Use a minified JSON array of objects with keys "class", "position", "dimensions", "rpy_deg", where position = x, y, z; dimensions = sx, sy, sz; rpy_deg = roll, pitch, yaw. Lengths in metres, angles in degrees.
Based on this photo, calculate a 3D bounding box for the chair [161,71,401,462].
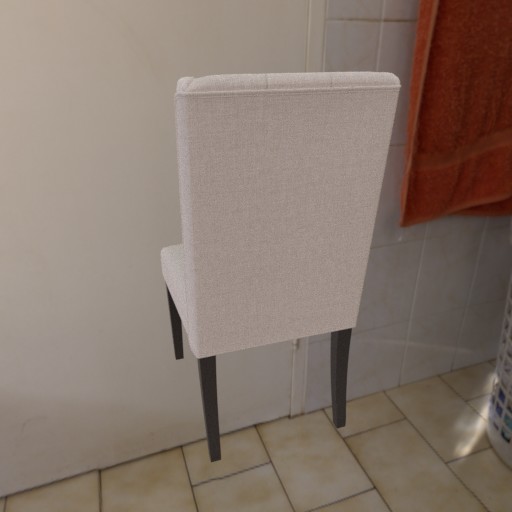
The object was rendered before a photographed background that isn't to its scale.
[{"class":"chair","position":[0.000,0.000,1.220],"dimensions":[0.474,0.961,0.523],"rpy_deg":[-8,27,-16]}]
